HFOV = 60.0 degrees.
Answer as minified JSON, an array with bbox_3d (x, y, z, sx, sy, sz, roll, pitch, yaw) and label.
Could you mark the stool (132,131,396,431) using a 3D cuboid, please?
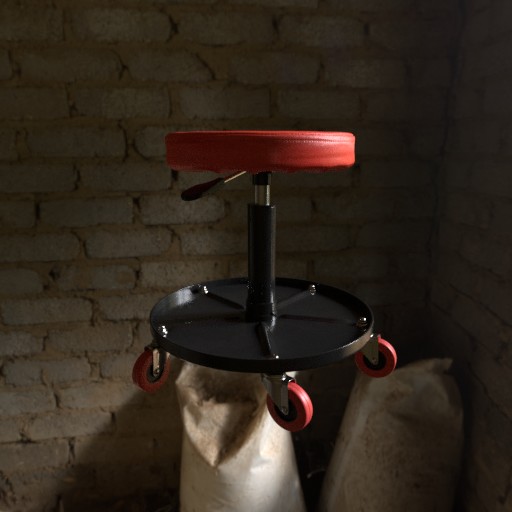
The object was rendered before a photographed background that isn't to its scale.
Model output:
[{"bbox_3d":[0.000,0.000,0.682,0.381,0.365,0.382,13,19,42],"label":"stool"}]
